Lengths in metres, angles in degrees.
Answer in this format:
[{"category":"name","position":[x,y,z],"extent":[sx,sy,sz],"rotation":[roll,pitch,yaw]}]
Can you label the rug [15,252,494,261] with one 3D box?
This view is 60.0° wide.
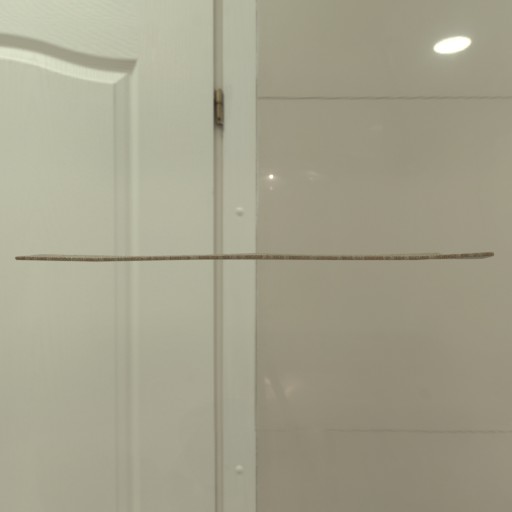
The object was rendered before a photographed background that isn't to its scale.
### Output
[{"category":"rug","position":[0.000,0.000,2.626],"extent":[2.452,0.051,0.752],"rotation":[0,1,0]}]
